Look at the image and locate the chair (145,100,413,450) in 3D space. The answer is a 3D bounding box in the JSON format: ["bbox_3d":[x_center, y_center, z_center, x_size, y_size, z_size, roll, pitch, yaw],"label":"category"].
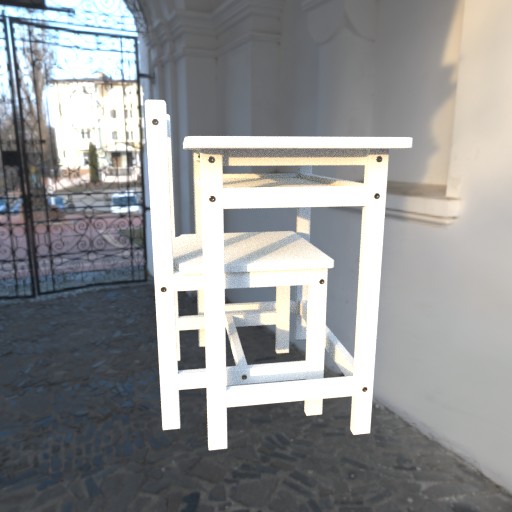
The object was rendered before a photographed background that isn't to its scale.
[{"bbox_3d":[0.000,0.000,1.072,0.461,0.673,0.599,-2,14,-9],"label":"chair"}]
